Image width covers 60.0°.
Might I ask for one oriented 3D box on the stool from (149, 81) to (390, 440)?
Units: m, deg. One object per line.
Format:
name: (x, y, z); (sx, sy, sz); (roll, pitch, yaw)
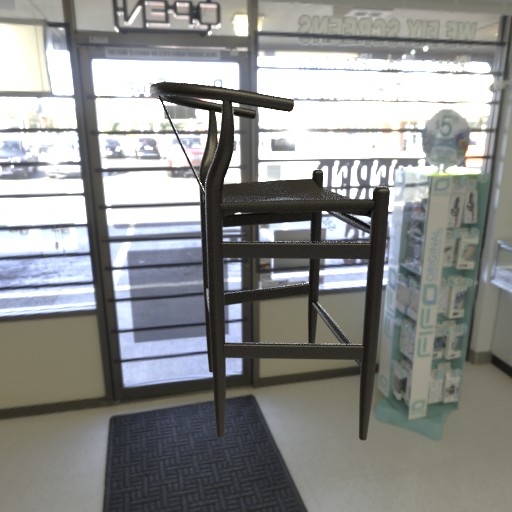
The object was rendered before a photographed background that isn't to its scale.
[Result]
stool: (0.000, 0.000, 1.355); (0.579, 0.970, 0.569); (-3, 16, -9)
